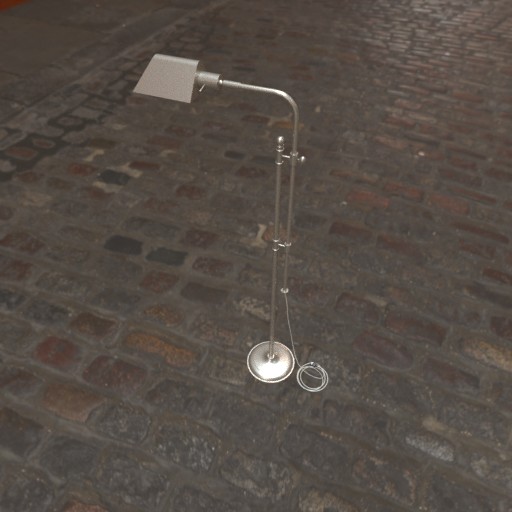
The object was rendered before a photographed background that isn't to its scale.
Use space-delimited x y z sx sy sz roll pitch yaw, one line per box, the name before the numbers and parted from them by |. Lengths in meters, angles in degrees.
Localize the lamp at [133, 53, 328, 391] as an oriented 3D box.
lamp | 0.000 0.000 1.889 0.813 1.571 0.256 16 47 16
